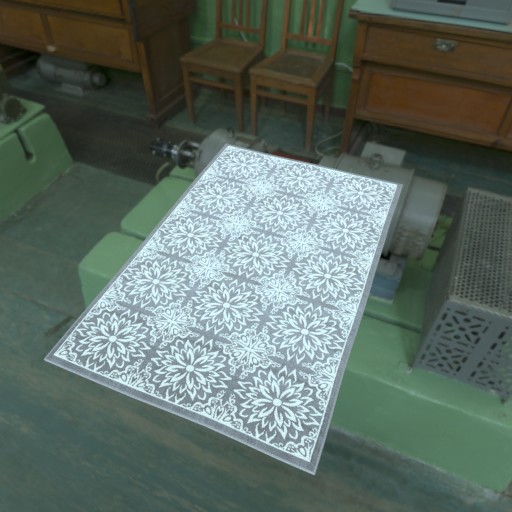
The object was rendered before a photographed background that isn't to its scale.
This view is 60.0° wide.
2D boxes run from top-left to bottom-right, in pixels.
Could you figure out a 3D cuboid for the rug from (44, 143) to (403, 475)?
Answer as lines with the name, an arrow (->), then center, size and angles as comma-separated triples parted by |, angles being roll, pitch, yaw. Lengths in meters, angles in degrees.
rug -> 0.000, 0.000, 3.479 | 1.819, 0.018, 2.746 | 17, 48, 15
